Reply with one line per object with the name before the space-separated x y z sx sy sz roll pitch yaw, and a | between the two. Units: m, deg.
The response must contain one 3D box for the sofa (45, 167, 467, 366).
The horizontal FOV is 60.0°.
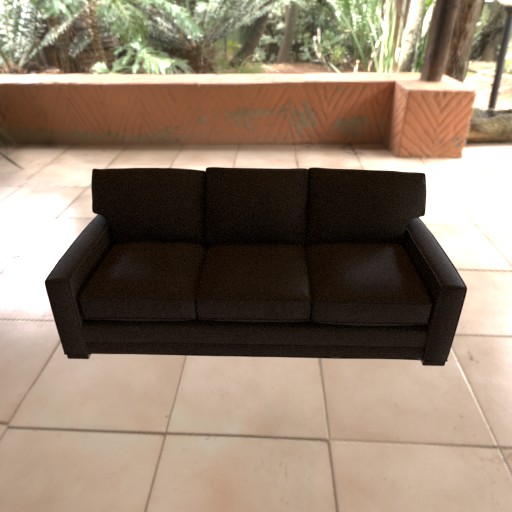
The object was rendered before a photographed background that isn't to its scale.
sofa | 0.000 0.000 2.924 2.369 0.978 1.004 1 30 1
